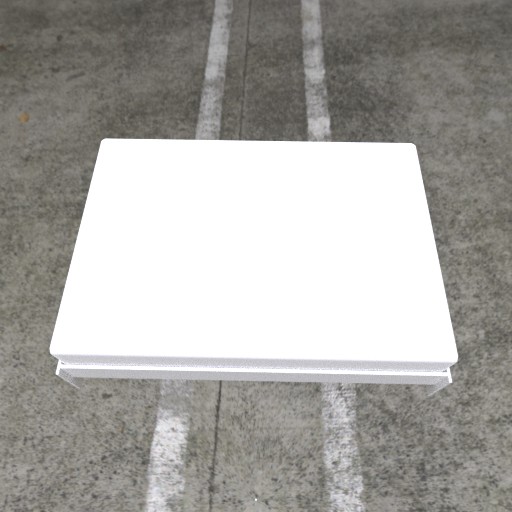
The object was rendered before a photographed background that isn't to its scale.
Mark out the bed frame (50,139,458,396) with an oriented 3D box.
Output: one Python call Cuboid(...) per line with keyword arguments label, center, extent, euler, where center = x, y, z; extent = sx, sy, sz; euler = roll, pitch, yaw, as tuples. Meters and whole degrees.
Cuboid(label="bed frame", center=(0.000, 0.000, 2.581), extent=(1.945, 0.497, 1.445), euler=(1, 61, 1))
